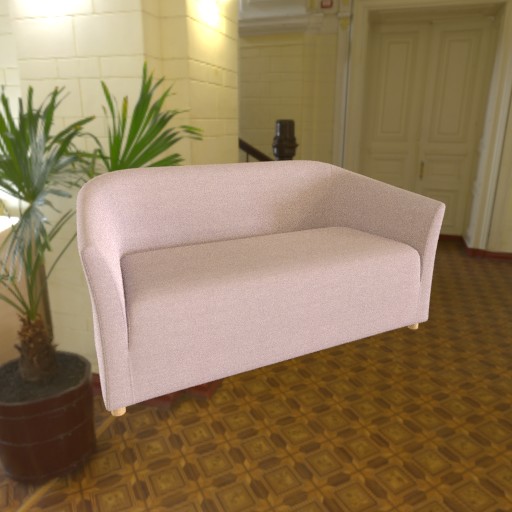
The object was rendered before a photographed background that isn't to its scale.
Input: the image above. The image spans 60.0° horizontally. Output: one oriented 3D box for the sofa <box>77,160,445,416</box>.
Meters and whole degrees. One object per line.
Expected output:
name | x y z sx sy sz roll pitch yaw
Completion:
sofa | 0.000 0.000 1.890 1.452 0.721 0.705 -9 19 -27
